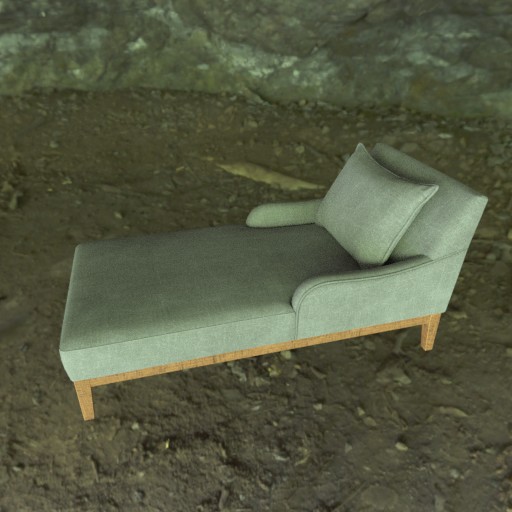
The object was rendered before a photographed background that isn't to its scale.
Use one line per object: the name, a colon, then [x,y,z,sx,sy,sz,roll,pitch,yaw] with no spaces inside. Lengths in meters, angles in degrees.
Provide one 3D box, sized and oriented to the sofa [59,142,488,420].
sofa: [0.000,0.000,2.200,1.779,0.859,0.894,-8,30,-13]
